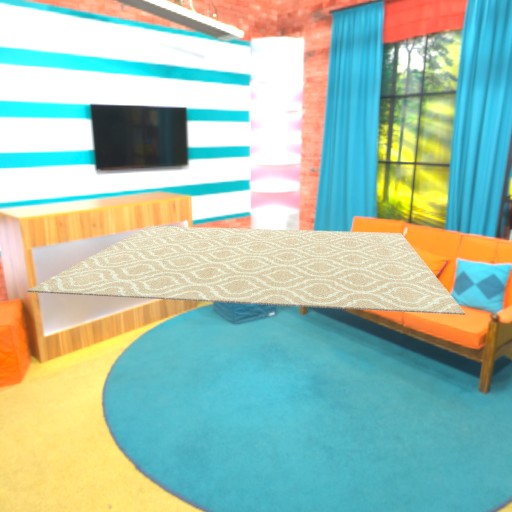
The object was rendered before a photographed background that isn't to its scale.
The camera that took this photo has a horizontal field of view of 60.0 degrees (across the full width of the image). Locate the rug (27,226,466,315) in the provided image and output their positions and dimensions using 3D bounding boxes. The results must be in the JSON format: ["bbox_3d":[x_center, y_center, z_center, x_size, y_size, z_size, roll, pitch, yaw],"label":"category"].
[{"bbox_3d":[0.000,0.000,3.972,2.894,0.013,2.286,2,15,8],"label":"rug"}]
